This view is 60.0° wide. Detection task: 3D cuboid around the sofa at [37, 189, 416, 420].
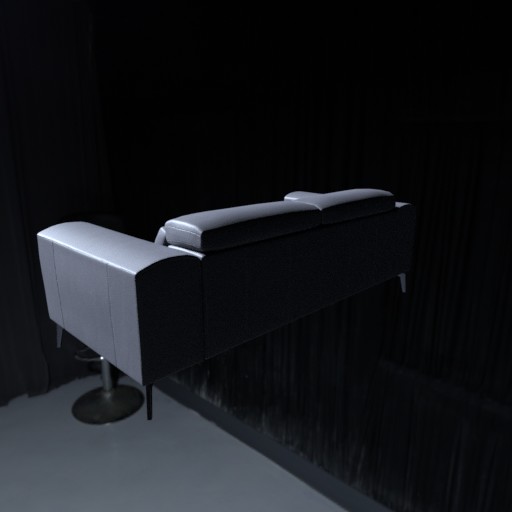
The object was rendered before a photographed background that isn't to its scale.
[{"bbox_3d":[0.000,0.000,2.864,2.330,0.814,1.048,-15,21,-43],"label":"sofa"}]
